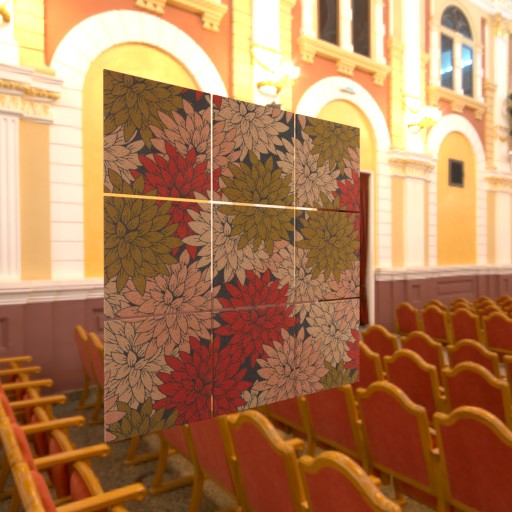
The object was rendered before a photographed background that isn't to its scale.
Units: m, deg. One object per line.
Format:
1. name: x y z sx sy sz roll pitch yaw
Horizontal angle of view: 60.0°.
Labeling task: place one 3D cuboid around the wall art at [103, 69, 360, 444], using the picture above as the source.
1. wall art: 0.000 0.000 1.788 1.206 1.218 0.013 0 1 -35
